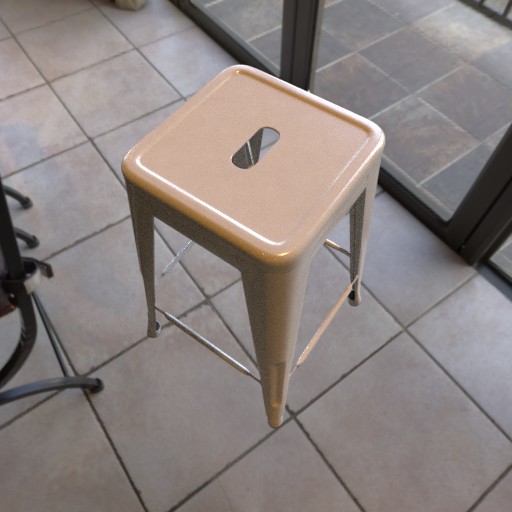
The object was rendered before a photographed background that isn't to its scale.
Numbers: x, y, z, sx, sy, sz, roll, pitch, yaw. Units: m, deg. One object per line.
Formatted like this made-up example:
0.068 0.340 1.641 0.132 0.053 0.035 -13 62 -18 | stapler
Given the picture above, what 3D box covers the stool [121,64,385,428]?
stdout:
0.000 0.000 0.892 0.406 0.610 0.406 31 64 17 | stool
